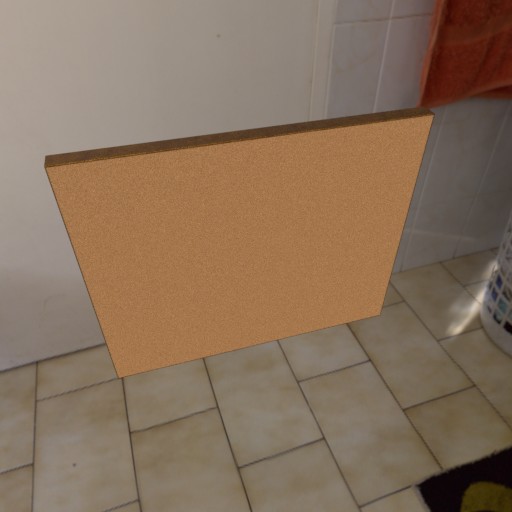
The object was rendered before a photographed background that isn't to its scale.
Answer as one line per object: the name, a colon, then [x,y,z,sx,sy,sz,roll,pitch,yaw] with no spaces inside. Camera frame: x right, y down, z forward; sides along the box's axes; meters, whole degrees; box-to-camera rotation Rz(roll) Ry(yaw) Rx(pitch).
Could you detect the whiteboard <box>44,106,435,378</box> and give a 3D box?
whiteboard: [0.000,0.000,0.774,0.561,0.457,0.029,-11,42,-13]
